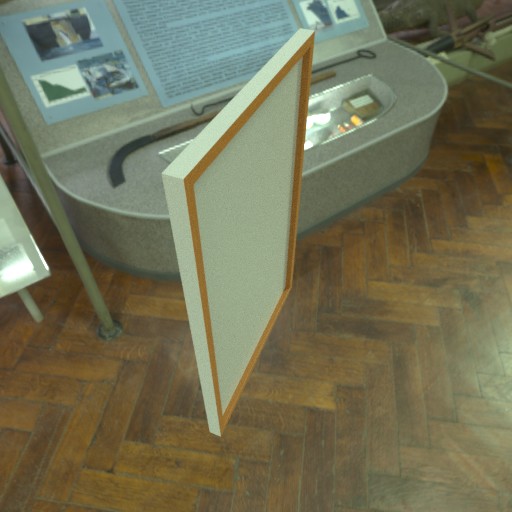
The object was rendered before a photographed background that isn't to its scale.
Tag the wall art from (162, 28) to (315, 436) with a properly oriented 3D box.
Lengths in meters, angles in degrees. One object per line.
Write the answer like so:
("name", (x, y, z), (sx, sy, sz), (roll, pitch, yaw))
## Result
("wall art", (0.000, 0.000, 0.764), (0.025, 0.608, 0.405), (17, 49, 16))
